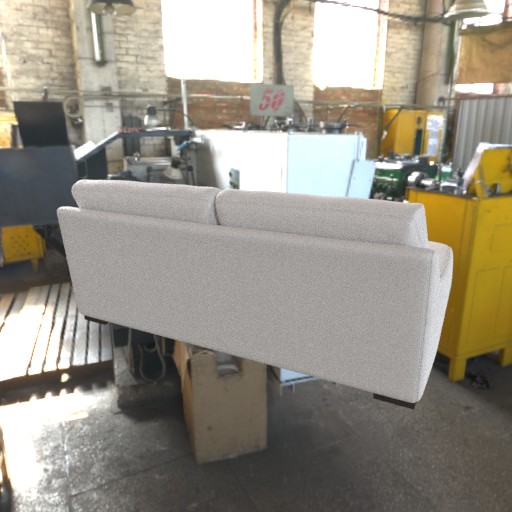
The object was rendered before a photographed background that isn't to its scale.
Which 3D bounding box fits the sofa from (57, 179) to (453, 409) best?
[{"bbox_3d":[0.000,0.000,2.772,2.261,0.940,1.143,8,18,27],"label":"sofa"}]
